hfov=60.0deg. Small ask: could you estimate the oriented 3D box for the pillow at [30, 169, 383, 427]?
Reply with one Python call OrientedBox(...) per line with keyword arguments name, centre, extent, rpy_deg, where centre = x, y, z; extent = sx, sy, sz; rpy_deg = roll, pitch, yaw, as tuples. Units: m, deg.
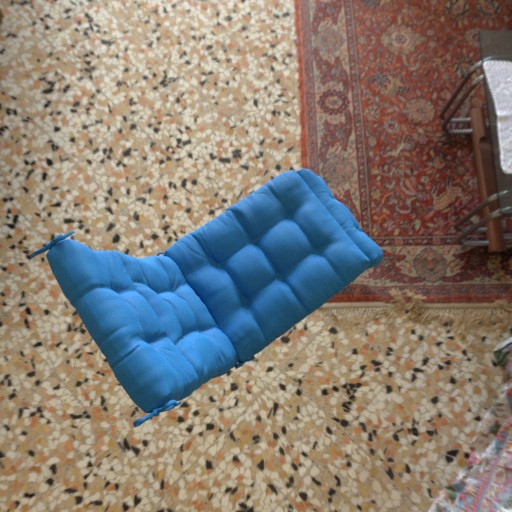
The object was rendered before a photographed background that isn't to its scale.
OrientedBox(name="pillow", centre=(0.000, 0.000, 1.485), extent=(1.016, 0.863, 0.526), rpy_deg=(-35, 78, -9))
